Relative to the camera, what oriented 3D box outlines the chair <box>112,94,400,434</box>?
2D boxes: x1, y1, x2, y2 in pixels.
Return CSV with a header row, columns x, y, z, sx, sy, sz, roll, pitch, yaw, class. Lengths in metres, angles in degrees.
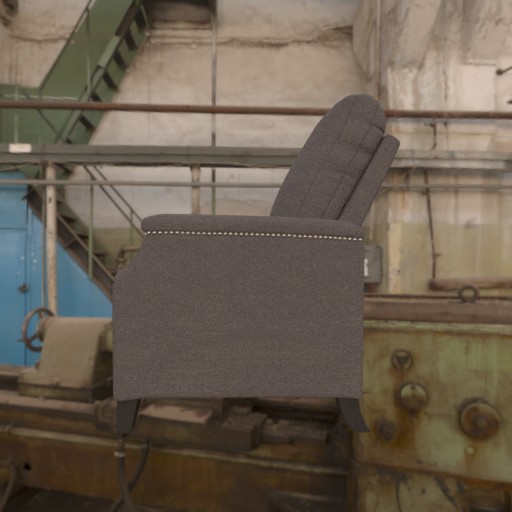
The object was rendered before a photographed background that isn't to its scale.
x,y,z,sx,sy,sz,roll,pitch,yaw,class
0.000,0.000,1.650,0.922,1.049,0.710,0,0,-1,chair
